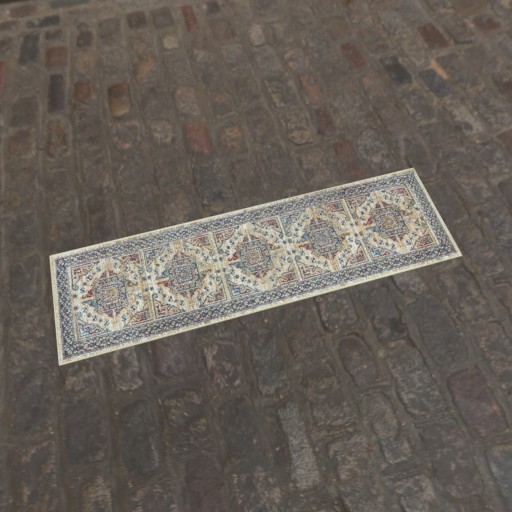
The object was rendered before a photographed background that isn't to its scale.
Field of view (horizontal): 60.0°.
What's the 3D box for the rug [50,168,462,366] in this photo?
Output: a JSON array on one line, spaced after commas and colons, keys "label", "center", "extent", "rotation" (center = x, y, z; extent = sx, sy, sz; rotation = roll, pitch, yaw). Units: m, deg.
[{"label": "rug", "center": [0.000, 0.000, 2.567], "extent": [2.297, 0.013, 0.661], "rotation": [-14, 64, -7]}]
